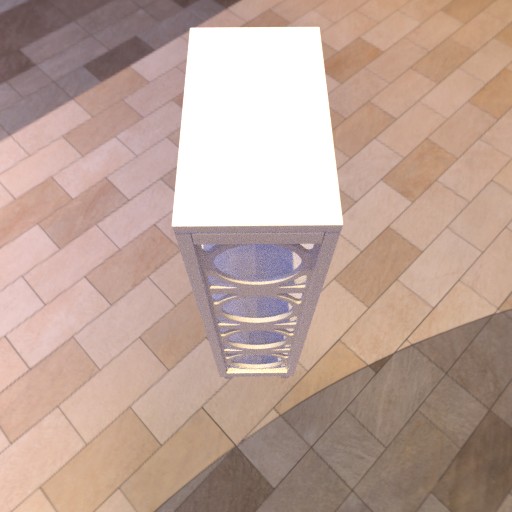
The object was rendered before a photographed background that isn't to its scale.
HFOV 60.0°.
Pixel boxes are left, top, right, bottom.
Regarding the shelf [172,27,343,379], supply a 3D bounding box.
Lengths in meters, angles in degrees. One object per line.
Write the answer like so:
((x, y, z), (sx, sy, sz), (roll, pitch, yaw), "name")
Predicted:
((0.000, 0.000, 1.641), (0.340, 1.411, 0.611), (-1, 62, 0), "shelf")
